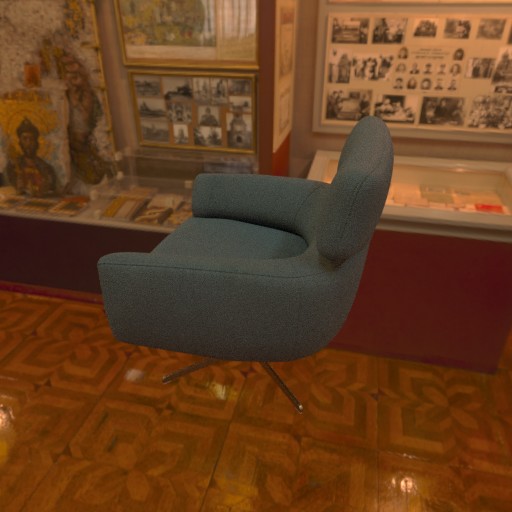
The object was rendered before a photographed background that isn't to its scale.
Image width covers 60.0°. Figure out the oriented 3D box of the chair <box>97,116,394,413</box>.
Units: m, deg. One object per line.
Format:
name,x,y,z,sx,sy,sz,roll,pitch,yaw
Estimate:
chair,0.000,0.000,1.438,0.761,0.813,0.738,8,30,13
